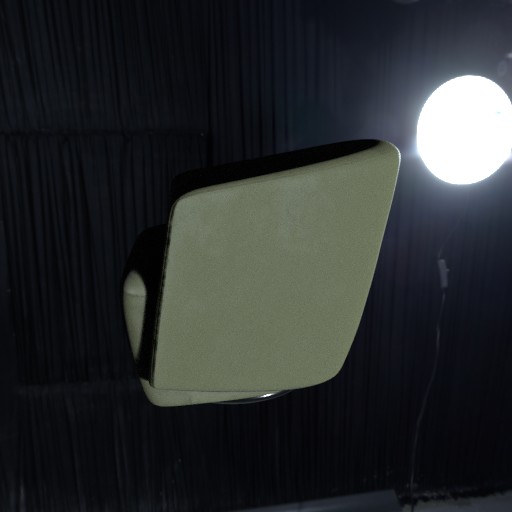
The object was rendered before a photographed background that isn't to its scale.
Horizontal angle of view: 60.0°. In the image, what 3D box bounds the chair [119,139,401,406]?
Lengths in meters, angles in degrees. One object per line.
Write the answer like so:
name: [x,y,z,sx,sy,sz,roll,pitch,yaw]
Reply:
chair: [0.000,0.000,1.364,0.767,0.698,0.773,-2,14,-10]
